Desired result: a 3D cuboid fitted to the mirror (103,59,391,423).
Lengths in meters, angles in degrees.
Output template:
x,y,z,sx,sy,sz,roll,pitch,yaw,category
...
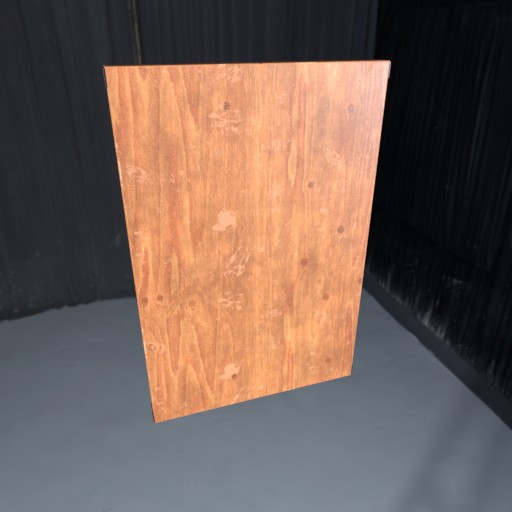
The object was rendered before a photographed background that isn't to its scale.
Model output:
x,y,z,sx,sy,sz,roll,pitch,yaw,category
0.000,0.000,0.949,0.517,0.761,0.053,-9,28,-16,mirror
